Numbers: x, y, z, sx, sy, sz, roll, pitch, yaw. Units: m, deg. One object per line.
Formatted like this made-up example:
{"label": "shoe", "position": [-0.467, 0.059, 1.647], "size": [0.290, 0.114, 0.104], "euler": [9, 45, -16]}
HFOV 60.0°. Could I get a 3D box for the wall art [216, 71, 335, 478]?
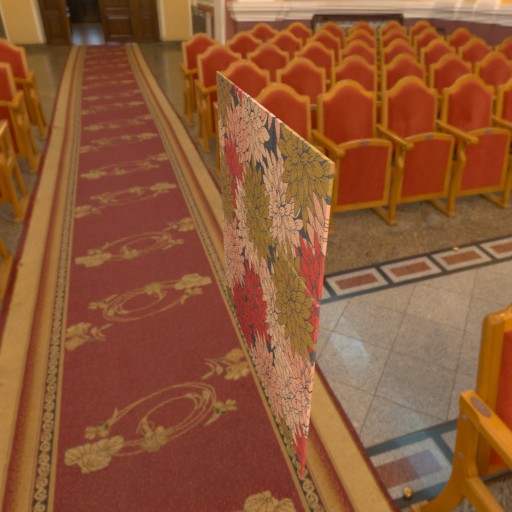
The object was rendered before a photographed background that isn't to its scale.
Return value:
{"label": "wall art", "position": [0.000, 0.000, 2.279], "size": [0.013, 1.534, 1.519], "euler": [-9, 33, -14]}
